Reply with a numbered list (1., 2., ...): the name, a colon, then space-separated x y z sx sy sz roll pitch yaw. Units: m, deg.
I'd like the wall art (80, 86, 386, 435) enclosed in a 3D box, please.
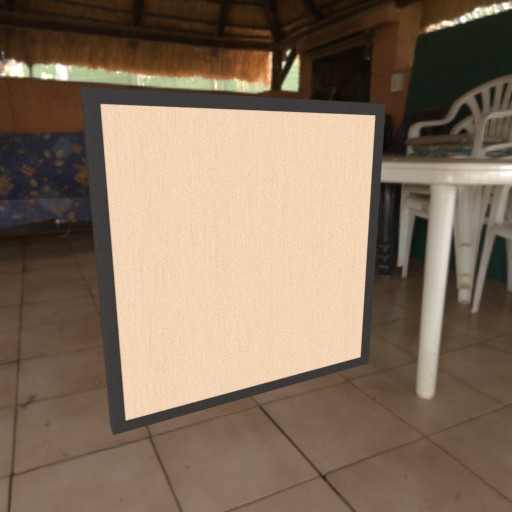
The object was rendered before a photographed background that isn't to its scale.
1. wall art: 0.000 0.000 0.449 0.306 0.304 0.015 -7 15 -27
